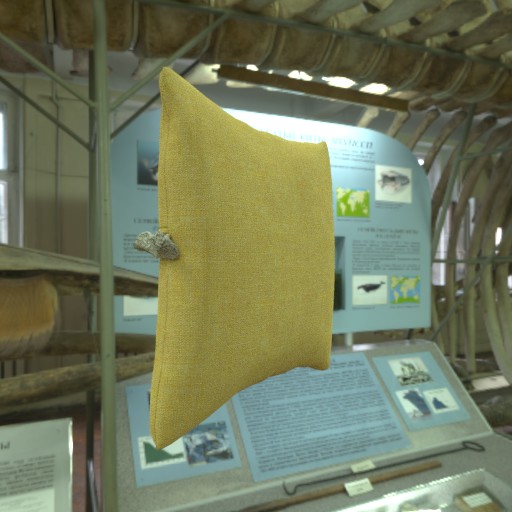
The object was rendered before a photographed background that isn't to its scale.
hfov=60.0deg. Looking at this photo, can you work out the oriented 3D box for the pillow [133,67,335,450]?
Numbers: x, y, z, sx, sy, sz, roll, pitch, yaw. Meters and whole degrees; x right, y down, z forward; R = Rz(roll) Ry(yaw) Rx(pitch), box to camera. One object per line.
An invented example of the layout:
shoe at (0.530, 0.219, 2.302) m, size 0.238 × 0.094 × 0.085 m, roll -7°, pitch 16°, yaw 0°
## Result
pillow at (0.000, 0.000, 0.754) m, size 0.167 × 0.481 × 0.485 m, roll 0°, pitch 0°, yaw 35°
